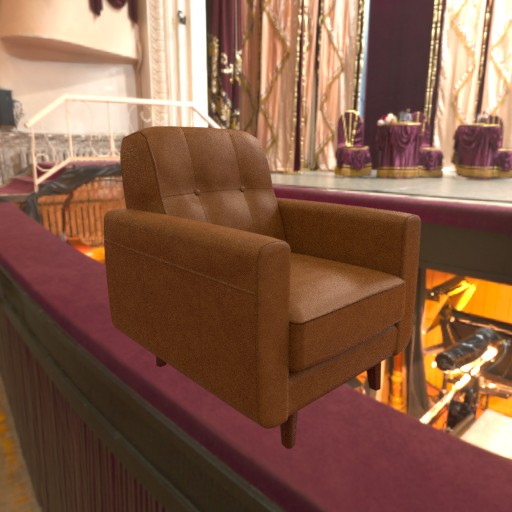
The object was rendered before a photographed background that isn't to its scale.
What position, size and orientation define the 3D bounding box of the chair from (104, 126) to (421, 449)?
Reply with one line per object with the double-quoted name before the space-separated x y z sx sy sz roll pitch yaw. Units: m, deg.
"chair" 0.000 0.000 1.683 0.845 0.968 0.942 -12 18 -42
